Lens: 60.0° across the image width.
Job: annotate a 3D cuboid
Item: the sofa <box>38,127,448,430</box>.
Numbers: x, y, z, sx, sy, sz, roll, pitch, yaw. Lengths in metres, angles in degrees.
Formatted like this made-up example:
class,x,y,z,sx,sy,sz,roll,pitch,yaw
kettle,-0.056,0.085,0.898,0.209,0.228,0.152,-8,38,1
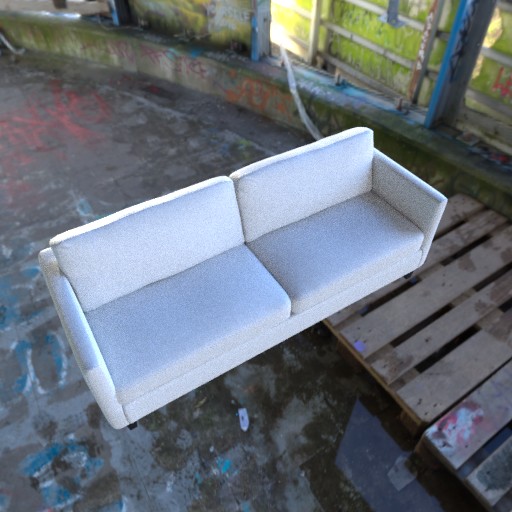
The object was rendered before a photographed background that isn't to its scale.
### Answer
class,x,y,z,sx,sy,sz,roll,pitch,yaw
sofa,0.000,0.000,2.915,2.434,0.965,0.948,-24,51,-21
